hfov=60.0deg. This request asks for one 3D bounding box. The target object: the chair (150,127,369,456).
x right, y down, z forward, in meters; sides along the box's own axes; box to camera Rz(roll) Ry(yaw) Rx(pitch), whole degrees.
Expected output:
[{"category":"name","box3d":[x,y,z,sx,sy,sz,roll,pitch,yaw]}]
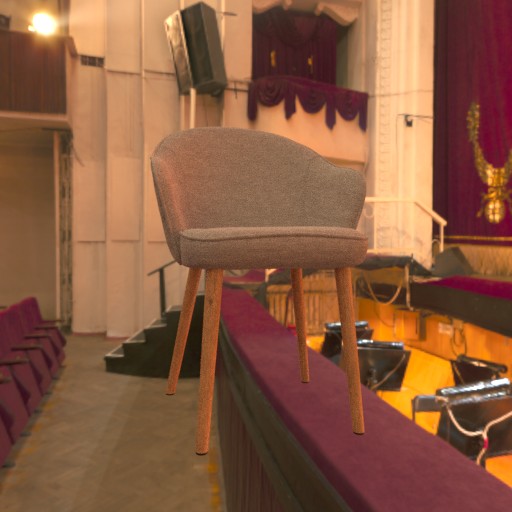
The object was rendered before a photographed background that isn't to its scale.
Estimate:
[{"category":"chair","box3d":[0.000,0.000,1.166,0.540,0.800,0.530,0,1,-16]}]
